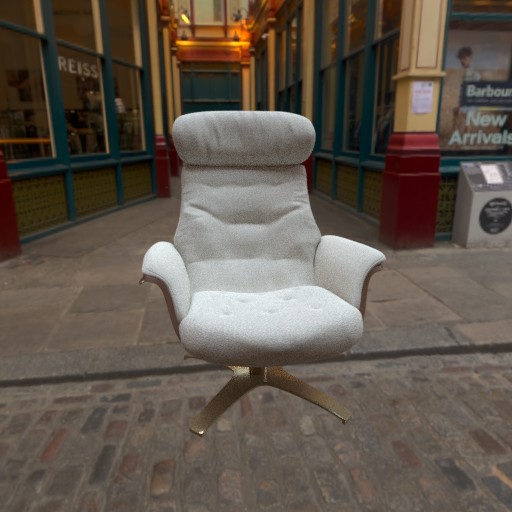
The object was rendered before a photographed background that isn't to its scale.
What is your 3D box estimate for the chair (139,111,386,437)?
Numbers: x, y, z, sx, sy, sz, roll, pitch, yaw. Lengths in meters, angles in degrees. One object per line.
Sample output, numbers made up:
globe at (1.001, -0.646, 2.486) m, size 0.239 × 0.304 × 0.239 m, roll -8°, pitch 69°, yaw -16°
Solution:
chair at (0.000, 0.000, 1.559) m, size 0.785 × 0.995 × 0.837 m, roll -2°, pitch 16°, yaw -8°
